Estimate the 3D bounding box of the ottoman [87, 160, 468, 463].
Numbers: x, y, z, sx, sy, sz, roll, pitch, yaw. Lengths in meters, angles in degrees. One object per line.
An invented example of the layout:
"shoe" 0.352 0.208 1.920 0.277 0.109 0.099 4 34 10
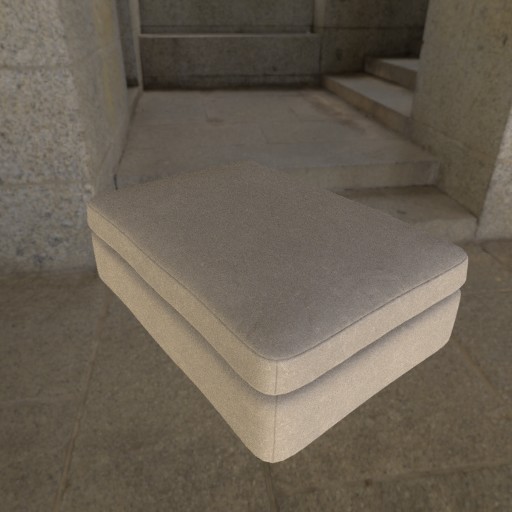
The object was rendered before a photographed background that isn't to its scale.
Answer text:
"ottoman" 0.000 0.000 1.617 0.840 0.429 1.199 -21 36 -32
